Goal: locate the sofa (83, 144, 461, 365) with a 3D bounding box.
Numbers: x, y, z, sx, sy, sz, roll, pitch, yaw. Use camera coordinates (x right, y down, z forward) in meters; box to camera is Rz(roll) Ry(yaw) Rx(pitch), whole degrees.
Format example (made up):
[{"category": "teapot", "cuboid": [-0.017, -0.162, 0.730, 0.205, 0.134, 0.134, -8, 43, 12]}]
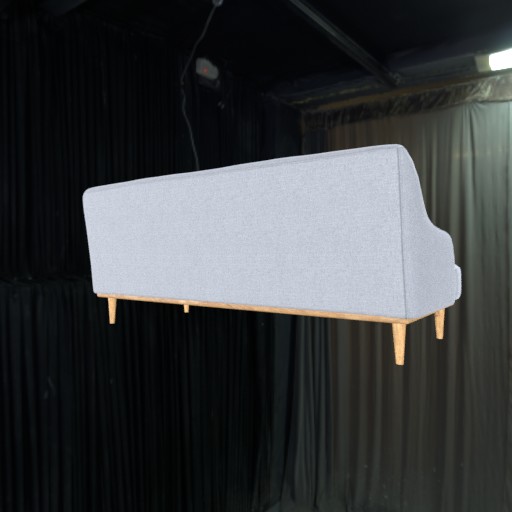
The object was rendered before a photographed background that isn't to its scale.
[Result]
[{"category": "sofa", "cuboid": [0.000, 0.000, 2.584, 2.057, 0.871, 0.978, 0, 0, 35]}]
